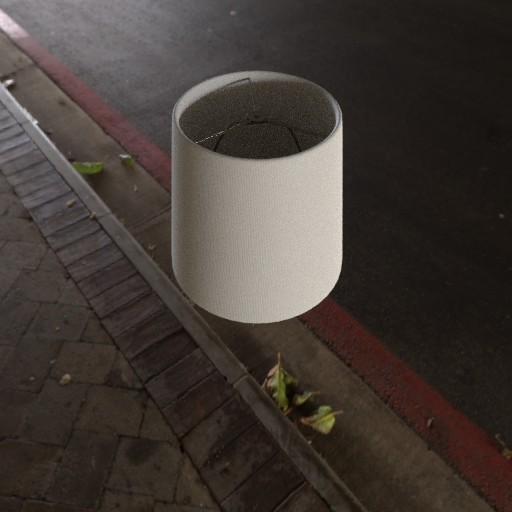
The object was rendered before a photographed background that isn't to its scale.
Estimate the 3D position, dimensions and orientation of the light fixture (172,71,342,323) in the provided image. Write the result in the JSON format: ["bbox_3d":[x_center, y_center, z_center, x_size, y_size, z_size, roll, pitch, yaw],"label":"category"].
[{"bbox_3d":[0.000,0.000,0.459,0.168,0.337,0.188,-4,47,-4],"label":"light fixture"}]
